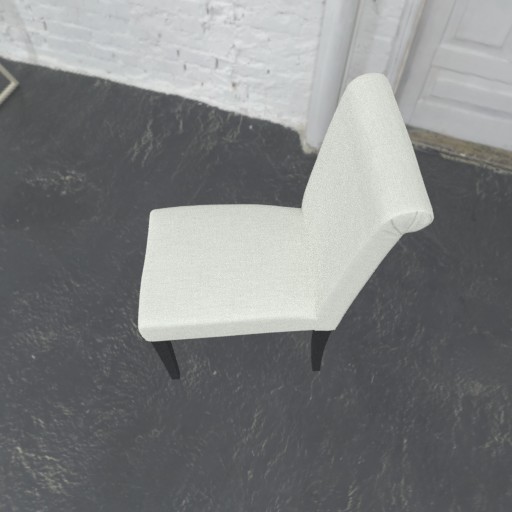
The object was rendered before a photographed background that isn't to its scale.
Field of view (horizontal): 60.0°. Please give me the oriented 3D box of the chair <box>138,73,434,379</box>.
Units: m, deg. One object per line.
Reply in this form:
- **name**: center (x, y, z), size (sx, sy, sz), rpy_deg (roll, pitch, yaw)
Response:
- **chair**: center (0.000, 0.000, 1.388), size (0.708, 0.976, 0.452), rpy_deg (-2, 57, -2)
